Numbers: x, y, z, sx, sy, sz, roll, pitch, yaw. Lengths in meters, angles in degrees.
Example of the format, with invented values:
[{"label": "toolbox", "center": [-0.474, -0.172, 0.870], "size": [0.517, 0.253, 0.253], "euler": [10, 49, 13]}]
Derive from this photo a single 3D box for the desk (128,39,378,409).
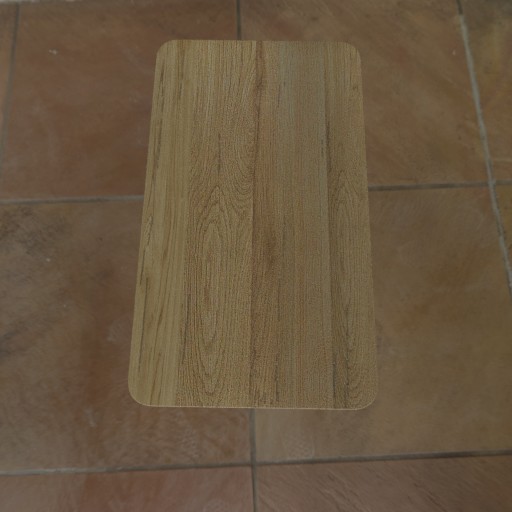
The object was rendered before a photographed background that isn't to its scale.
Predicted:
[{"label": "desk", "center": [0.000, 0.000, 1.248], "size": [0.440, 0.790, 0.760], "euler": [1, 75, 0]}]
